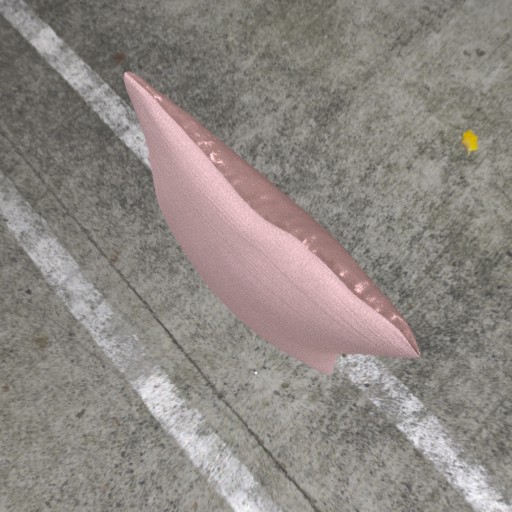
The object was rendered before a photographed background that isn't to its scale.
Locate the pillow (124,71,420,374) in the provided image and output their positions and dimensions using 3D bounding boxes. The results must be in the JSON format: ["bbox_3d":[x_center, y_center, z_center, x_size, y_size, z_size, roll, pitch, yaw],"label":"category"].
[{"bbox_3d":[0.000,0.000,0.709,0.175,0.464,0.470,-42,79,-10],"label":"pillow"}]
